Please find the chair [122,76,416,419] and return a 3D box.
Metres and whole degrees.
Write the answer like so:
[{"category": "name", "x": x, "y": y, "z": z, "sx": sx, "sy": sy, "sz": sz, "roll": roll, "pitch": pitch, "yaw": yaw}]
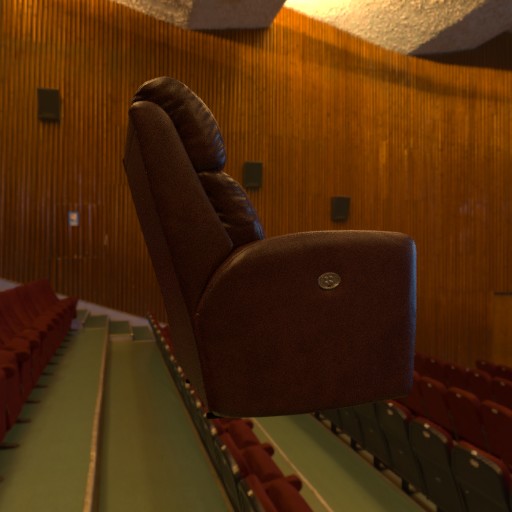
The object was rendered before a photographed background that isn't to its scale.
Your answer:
[{"category": "chair", "x": 0.000, "y": 0.000, "z": 1.652, "sx": 0.939, "sy": 1.016, "sz": 0.787, "roll": 0, "pitch": 0, "yaw": -18}]
